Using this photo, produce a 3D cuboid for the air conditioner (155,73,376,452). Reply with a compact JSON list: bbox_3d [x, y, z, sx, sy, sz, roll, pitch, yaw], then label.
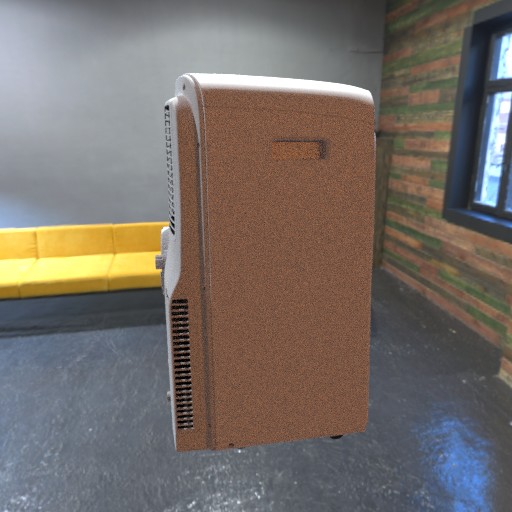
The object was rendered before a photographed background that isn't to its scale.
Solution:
[{"bbox_3d":[0.000,0.000,1.050,0.467,0.765,0.478,-2,16,-8],"label":"air conditioner"}]
